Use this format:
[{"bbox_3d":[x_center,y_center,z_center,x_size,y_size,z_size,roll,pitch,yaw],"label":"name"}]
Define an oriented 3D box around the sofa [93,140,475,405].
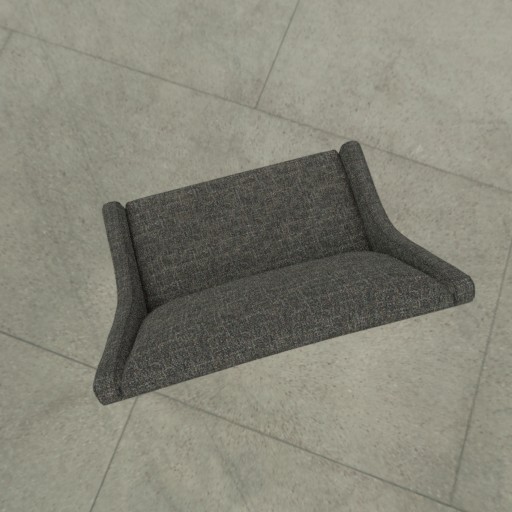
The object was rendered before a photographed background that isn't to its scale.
[{"bbox_3d":[0.000,0.000,1.920,1.242,1.021,0.870,-15,77,-4],"label":"sofa"}]
